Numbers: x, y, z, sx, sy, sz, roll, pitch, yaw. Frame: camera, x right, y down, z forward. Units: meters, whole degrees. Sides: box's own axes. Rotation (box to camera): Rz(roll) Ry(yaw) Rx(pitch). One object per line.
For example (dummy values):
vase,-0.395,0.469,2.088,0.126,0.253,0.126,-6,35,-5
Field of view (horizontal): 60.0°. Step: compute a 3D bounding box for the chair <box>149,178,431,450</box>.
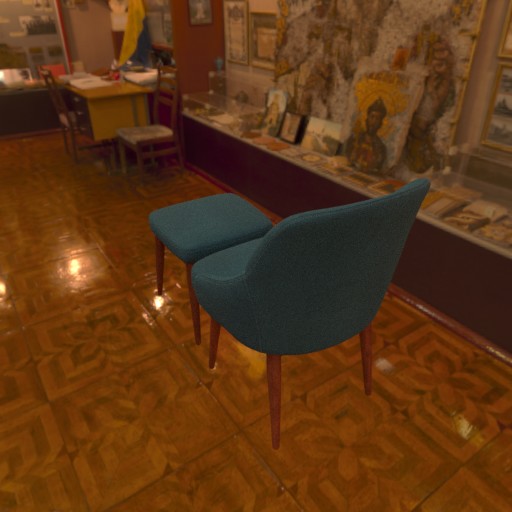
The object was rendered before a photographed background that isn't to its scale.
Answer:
chair,0.000,0.000,1.603,0.584,0.866,1.114,-18,35,-28
